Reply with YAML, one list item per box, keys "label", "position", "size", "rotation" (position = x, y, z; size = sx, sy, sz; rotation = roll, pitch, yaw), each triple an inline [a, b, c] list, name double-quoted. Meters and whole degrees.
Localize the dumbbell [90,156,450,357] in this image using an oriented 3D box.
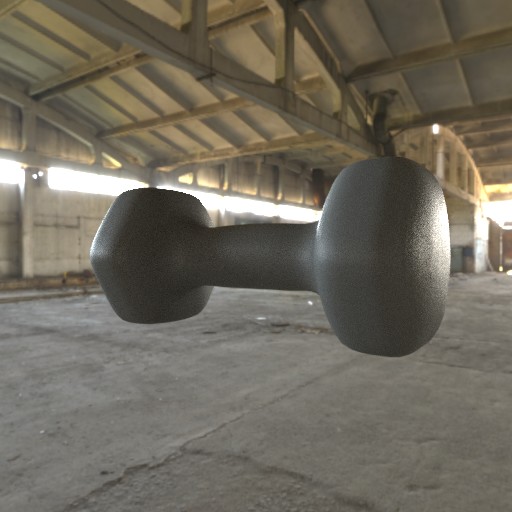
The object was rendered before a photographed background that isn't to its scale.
- label: "dumbbell"
  position: [0.000, 0.000, 0.232]
  size: [0.184, 0.081, 0.090]
  rotation: [0, 0, 35]
